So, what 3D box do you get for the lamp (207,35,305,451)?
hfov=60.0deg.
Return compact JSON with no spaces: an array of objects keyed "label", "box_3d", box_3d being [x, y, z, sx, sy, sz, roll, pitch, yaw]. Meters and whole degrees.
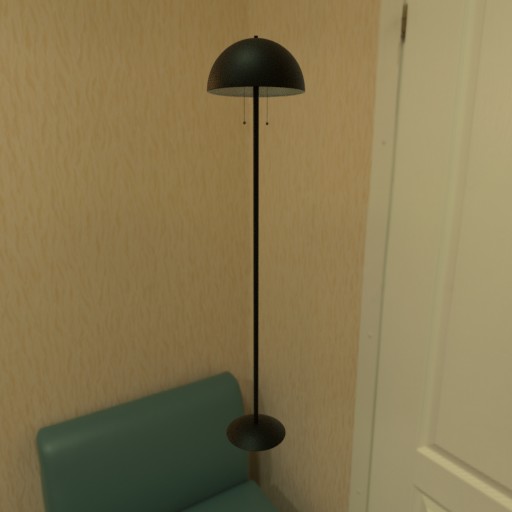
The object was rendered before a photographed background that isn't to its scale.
[{"label":"lamp","box_3d":[0.000,0.000,1.627,0.328,1.480,0.328,7,16,25]}]
